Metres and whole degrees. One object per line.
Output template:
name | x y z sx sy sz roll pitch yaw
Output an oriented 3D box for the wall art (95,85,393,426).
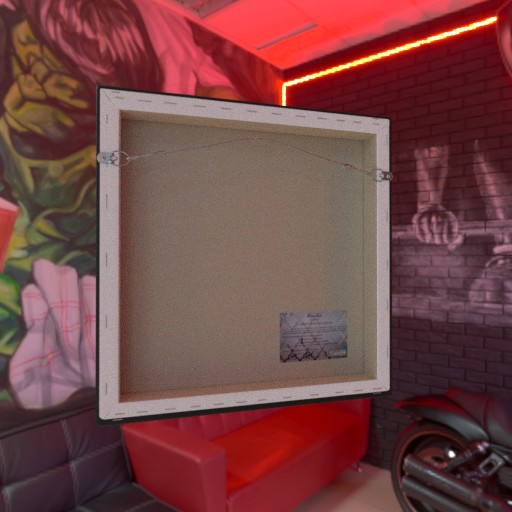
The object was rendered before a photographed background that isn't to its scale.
wall art | 0.000 0.000 0.599 0.406 0.407 0.041 0 0 -17
